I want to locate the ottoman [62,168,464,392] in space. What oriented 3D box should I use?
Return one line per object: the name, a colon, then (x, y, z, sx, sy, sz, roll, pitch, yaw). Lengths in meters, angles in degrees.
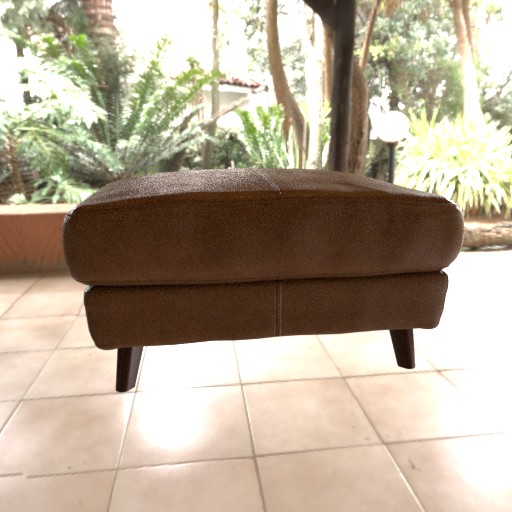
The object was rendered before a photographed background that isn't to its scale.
ottoman: (0.000, 0.000, 1.220, 0.869, 0.461, 0.630, -2, 15, -8)
